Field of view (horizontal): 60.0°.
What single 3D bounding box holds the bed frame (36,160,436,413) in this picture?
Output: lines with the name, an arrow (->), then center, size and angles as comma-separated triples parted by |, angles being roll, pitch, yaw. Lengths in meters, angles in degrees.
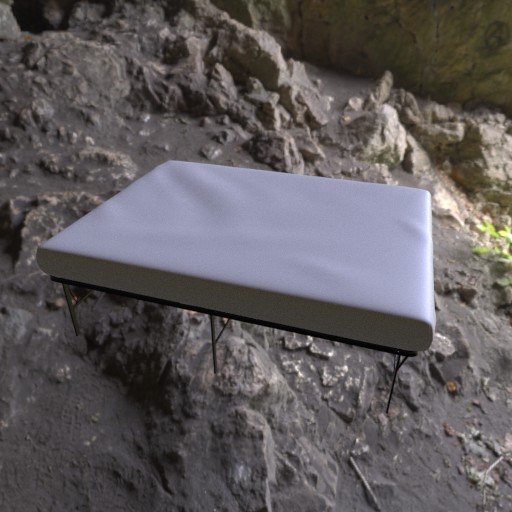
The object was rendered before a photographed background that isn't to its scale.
bed frame -> 0.000, 0.000, 2.926 | 2.151, 0.667, 1.584 | 10, 32, 16
